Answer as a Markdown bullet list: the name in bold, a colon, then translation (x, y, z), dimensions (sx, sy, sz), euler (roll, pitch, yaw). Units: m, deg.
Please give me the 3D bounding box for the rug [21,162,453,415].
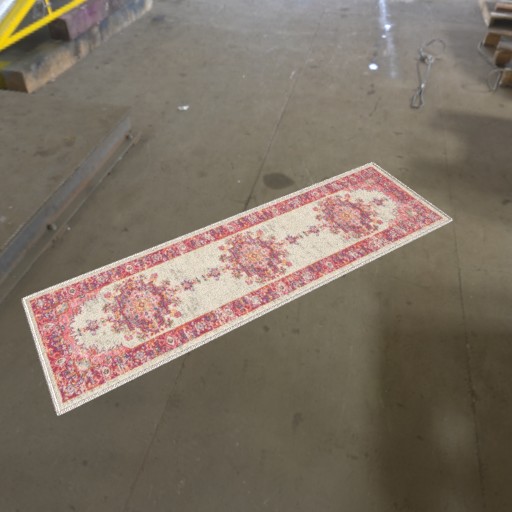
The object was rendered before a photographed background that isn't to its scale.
- **rug**: translation (0.000, 0.000, 1.907), dimensions (1.824, 0.009, 0.562), euler (-24, 50, -21)
